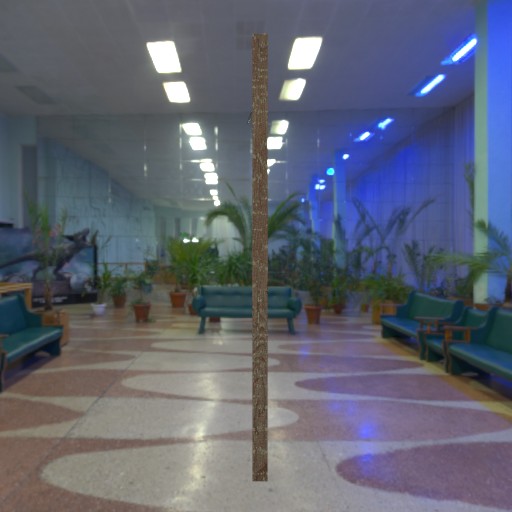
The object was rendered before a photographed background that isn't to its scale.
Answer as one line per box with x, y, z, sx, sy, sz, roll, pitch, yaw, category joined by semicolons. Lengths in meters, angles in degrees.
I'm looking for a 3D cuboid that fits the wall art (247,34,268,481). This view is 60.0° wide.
0.000;0.000;0.566;0.022;0.380;0.380;0;1;0;wall art
